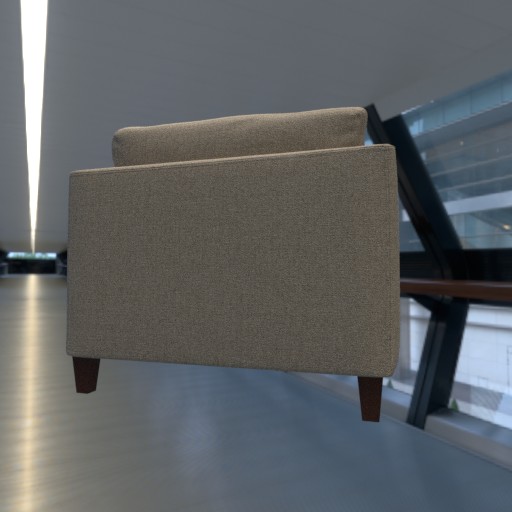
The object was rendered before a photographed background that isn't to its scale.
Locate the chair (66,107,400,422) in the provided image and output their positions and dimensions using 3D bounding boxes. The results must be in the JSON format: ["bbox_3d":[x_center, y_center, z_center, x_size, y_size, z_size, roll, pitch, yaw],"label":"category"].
[{"bbox_3d":[0.000,0.000,1.801,1.107,0.961,0.959,-1,-2,18],"label":"chair"}]
